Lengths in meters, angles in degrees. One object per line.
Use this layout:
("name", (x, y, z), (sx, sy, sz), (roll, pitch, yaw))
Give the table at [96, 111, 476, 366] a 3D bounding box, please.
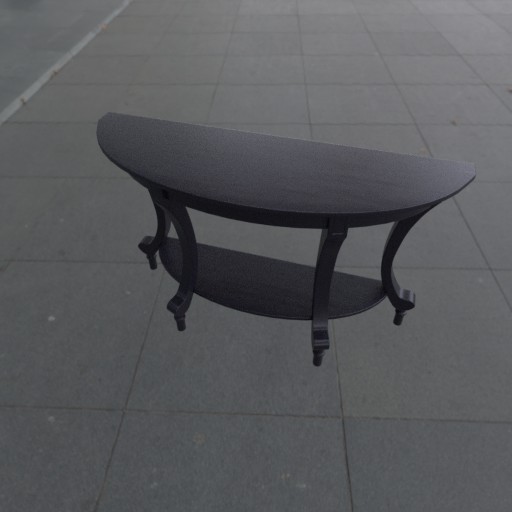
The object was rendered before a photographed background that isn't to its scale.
("table", (0.000, 0.000, 1.496), (1.198, 0.692, 0.394), (12, 43, 13))
